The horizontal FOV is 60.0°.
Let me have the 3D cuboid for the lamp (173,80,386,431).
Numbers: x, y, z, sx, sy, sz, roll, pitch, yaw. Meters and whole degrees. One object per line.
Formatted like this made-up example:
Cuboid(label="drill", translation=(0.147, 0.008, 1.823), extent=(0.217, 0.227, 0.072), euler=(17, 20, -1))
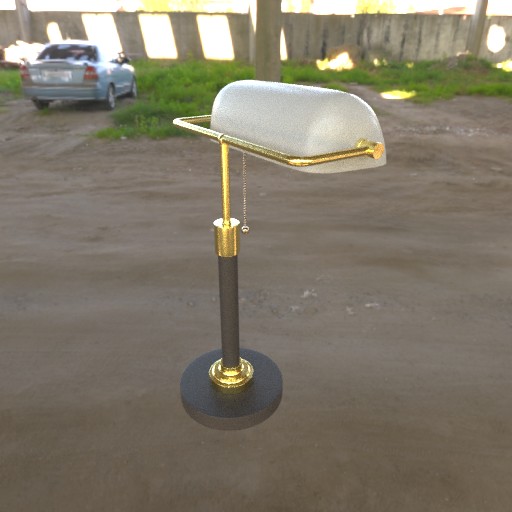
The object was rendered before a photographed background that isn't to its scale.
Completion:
Cuboid(label="lamp", translation=(0.000, 0.000, 0.562), extent=(0.227, 0.404, 0.269), euler=(-17, 31, -31))
